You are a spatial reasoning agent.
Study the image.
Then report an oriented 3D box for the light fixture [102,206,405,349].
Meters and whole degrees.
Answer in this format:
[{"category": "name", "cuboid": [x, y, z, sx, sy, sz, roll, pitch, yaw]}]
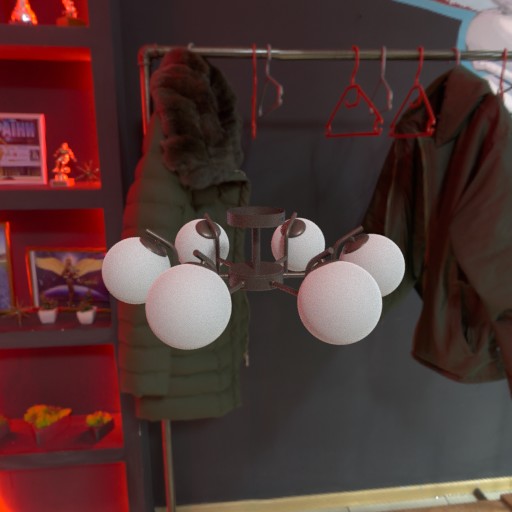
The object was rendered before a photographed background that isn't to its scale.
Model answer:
[{"category": "light fixture", "cuboid": [0.000, 0.000, 0.973, 0.662, 0.201, 0.662, 0, 14, 0]}]
